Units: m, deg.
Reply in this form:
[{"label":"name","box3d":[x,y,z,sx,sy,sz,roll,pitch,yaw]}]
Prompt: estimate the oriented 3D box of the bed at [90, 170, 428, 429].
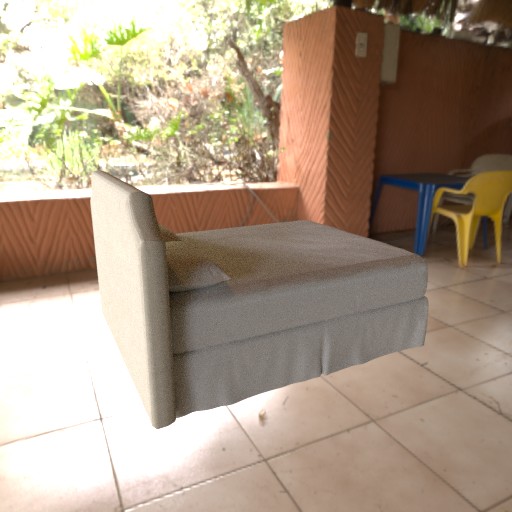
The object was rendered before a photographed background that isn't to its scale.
[{"label":"bed","box3d":[0.000,0.000,3.466,2.164,1.297,1.828,-8,18,-26]}]
